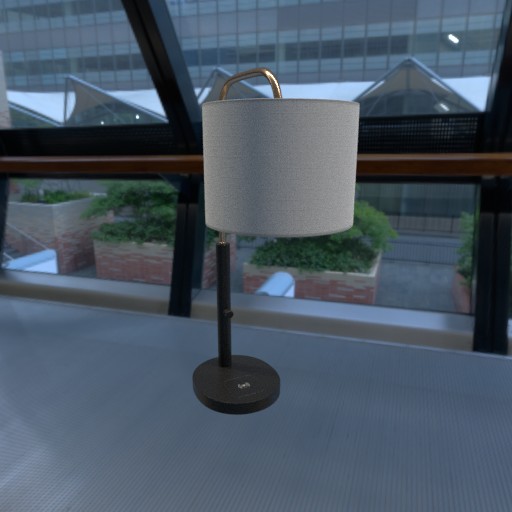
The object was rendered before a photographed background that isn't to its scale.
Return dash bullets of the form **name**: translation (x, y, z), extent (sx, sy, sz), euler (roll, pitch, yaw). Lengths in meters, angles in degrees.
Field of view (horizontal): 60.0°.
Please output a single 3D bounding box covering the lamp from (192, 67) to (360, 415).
- **lamp**: translation (0.000, 0.000, 0.684), extent (0.199, 0.540, 0.337), euler (-7, 16, -26)
